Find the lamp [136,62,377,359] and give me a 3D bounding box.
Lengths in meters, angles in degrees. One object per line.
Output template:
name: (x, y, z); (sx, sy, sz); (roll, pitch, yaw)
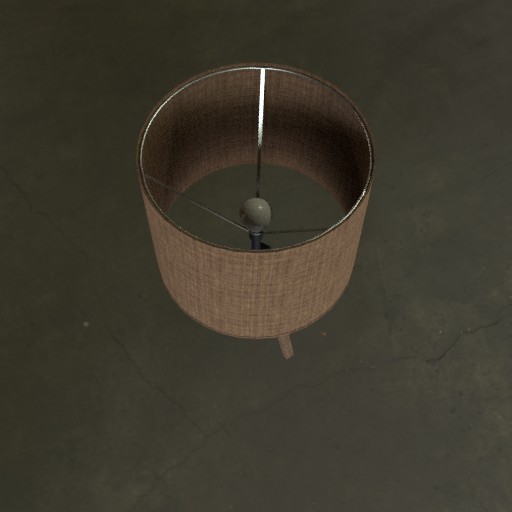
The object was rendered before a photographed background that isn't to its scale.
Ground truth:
lamp: (0.000, 0.000, 0.689); (0.290, 0.514, 0.290); (0, 64, 0)
